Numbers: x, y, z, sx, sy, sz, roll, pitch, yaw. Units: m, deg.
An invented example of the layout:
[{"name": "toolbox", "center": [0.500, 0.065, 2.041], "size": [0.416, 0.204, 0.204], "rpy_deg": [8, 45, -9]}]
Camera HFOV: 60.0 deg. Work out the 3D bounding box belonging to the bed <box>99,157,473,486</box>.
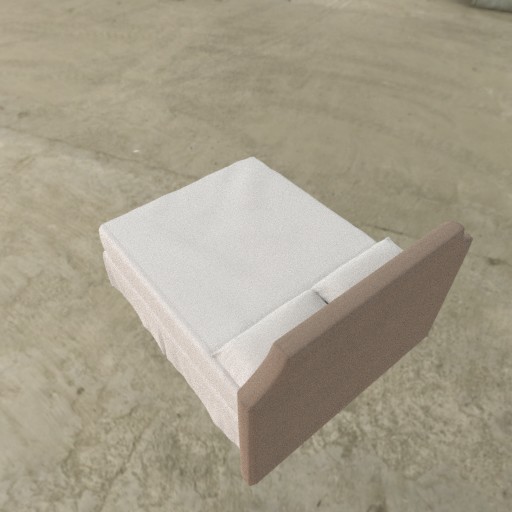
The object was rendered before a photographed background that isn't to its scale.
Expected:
[{"name": "bed", "center": [0.000, 0.000, 3.280], "size": [1.828, 1.303, 2.164], "rpy_deg": [-30, 53, -26]}]
